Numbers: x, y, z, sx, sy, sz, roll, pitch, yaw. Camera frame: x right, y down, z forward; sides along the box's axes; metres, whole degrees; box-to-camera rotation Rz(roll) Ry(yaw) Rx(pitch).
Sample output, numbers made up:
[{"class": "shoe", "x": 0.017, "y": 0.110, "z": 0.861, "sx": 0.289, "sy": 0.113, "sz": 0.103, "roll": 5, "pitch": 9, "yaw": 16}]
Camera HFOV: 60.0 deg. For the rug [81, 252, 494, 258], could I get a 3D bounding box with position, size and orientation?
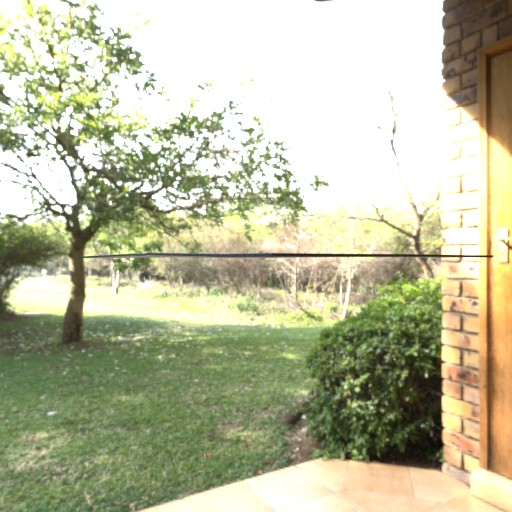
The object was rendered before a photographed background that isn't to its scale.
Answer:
[{"class": "rug", "x": 0.000, "y": 0.000, "z": 2.948, "sx": 1.616, "sy": 0.030, "sz": 2.338, "roll": 0, "pitch": 0, "yaw": -37}]
